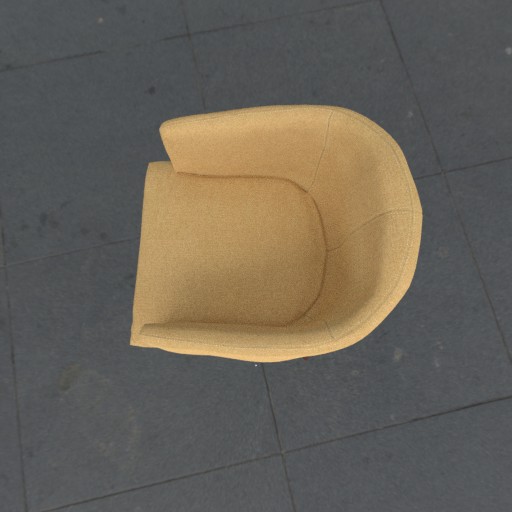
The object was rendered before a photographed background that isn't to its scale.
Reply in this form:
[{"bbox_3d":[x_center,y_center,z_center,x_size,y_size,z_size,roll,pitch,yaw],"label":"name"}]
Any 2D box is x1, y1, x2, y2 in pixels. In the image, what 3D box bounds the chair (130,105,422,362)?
[{"bbox_3d":[0.000,0.000,1.253,0.655,0.811,0.583,2,76,1],"label":"chair"}]
